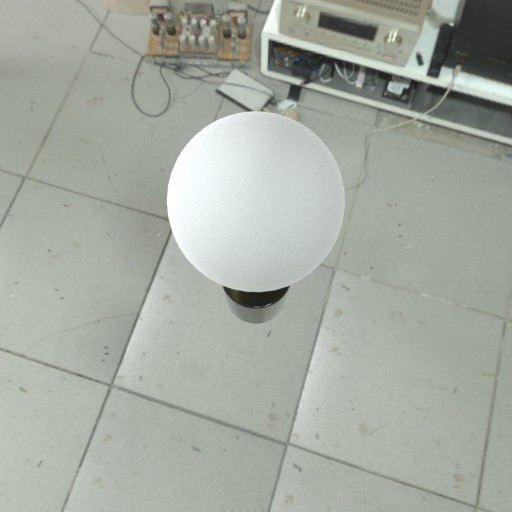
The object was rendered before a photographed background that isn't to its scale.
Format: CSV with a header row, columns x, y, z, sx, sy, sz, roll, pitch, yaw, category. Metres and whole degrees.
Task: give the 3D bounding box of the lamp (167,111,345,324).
x,y,z,sx,sy,sz,roll,pitch,yaw,category
0.000,0.000,0.545,0.153,0.480,0.153,0,74,0,lamp
